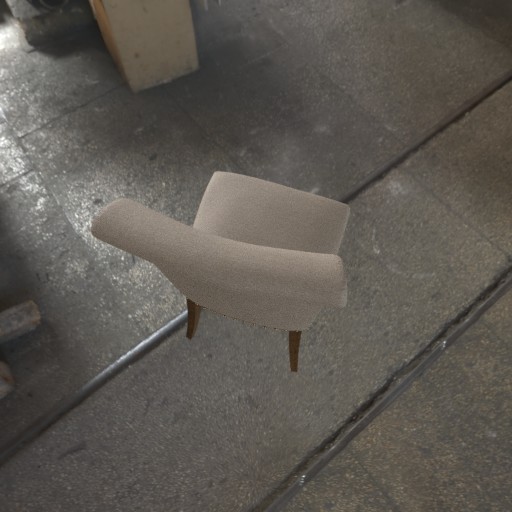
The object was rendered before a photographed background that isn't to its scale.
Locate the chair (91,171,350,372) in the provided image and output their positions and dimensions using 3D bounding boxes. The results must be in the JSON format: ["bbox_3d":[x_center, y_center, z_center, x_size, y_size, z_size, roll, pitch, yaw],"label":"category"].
[{"bbox_3d":[0.000,0.000,1.366,0.513,0.988,0.608,16,64,8],"label":"chair"}]
